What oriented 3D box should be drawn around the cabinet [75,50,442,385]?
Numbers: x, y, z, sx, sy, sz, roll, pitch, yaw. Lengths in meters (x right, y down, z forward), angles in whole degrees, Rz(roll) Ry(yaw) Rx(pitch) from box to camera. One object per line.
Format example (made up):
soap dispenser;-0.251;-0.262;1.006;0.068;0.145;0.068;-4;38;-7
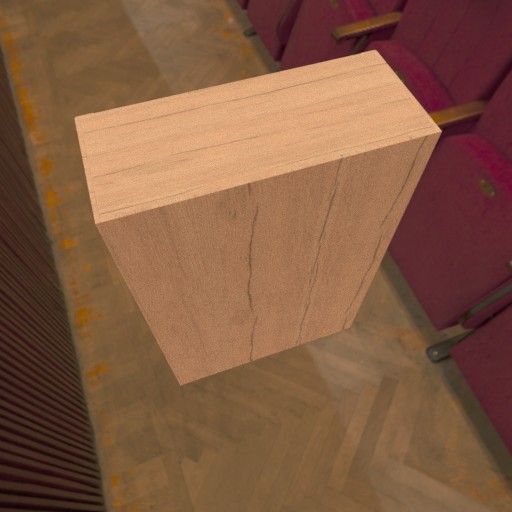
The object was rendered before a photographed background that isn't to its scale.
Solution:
cabinet;0.000;0.000;2.704;1.400;2.070;0.580;-17;60;-10
